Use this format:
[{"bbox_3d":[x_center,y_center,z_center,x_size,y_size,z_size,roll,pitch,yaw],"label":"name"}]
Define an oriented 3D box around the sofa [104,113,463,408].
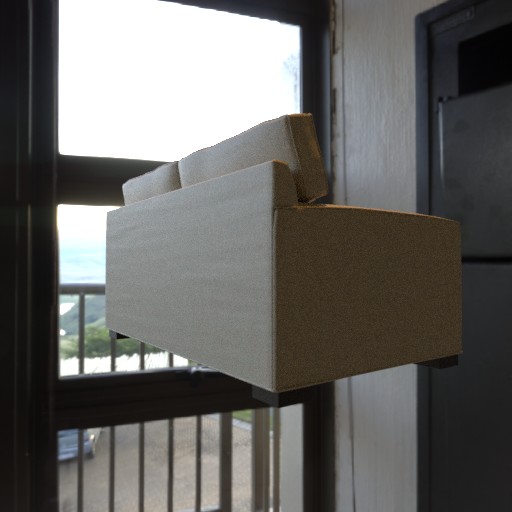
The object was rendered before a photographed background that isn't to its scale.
[{"bbox_3d":[0.000,0.000,2.055,0.942,0.853,1.484,1,-1,-36],"label":"sofa"}]
